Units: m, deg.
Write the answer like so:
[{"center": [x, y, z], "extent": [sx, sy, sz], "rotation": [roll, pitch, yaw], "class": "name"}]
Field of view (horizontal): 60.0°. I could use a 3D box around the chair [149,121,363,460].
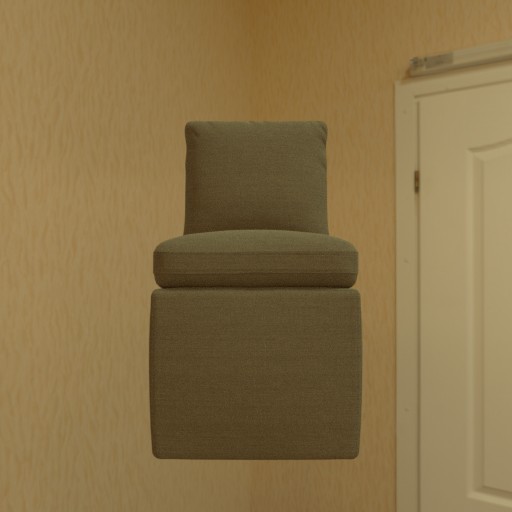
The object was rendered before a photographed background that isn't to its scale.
[{"center": [0.000, 0.000, 1.326], "extent": [0.503, 0.927, 0.698], "rotation": [0, 0, 0], "class": "chair"}]
